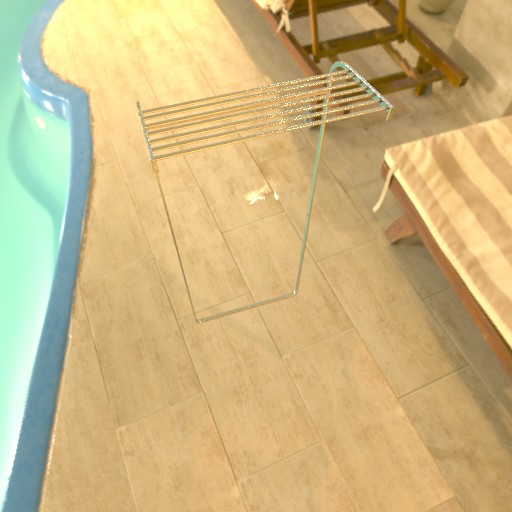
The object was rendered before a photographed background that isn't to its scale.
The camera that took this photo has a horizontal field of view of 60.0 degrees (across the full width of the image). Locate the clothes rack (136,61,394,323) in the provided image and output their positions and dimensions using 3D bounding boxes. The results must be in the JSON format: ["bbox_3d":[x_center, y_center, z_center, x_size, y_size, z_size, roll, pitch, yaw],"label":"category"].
[{"bbox_3d":[0.000,0.000,1.791,0.609,1.574,0.349,-15,58,-10],"label":"clothes rack"}]
